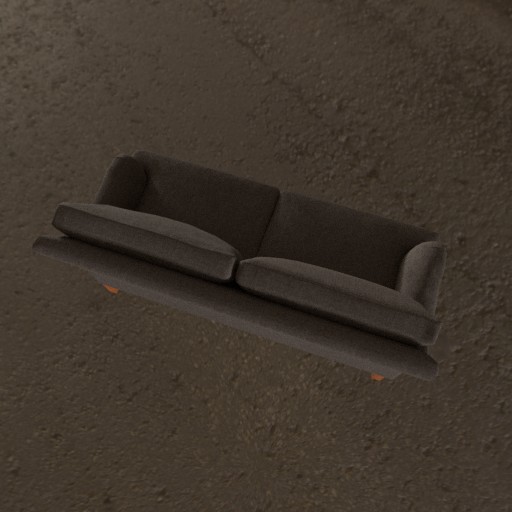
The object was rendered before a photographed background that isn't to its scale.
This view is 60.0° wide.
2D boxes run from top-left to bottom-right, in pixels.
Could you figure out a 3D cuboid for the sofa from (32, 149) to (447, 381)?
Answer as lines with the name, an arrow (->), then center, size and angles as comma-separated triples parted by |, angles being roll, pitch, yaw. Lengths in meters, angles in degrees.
sofa -> 0.000, 0.000, 2.761 | 2.160, 1.054, 1.087 | 17, 65, 8
